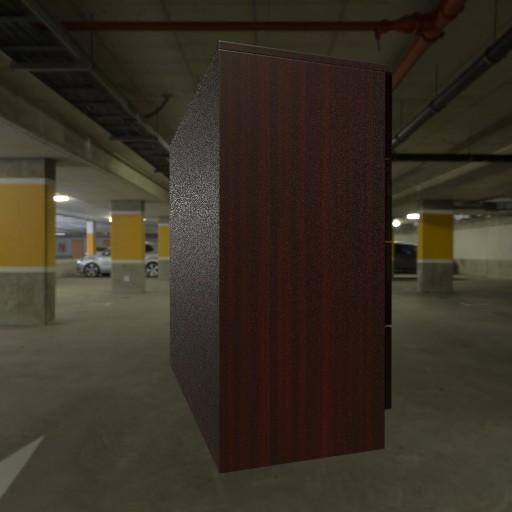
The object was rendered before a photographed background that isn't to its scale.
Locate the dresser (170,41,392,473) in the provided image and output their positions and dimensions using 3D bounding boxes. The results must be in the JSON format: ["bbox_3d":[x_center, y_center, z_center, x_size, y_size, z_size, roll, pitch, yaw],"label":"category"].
[{"bbox_3d":[0.000,0.000,1.147,0.360,0.720,0.750,0,0,-17],"label":"dresser"}]
